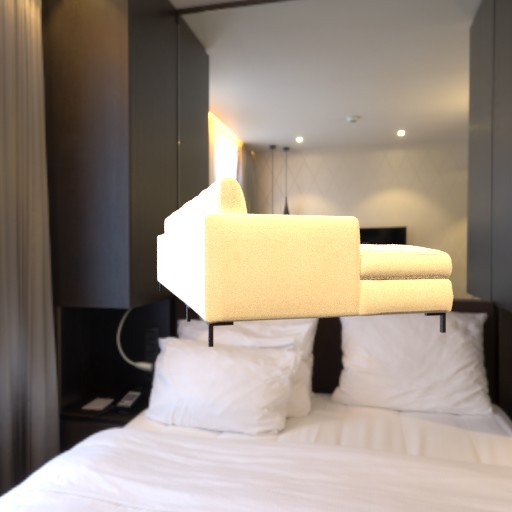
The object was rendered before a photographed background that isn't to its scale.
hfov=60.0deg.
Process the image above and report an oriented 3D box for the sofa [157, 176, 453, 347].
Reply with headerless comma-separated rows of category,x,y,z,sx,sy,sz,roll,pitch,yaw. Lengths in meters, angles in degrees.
sofa,0.000,0.000,3.864,1.467,0.875,3.186,0,1,-17
